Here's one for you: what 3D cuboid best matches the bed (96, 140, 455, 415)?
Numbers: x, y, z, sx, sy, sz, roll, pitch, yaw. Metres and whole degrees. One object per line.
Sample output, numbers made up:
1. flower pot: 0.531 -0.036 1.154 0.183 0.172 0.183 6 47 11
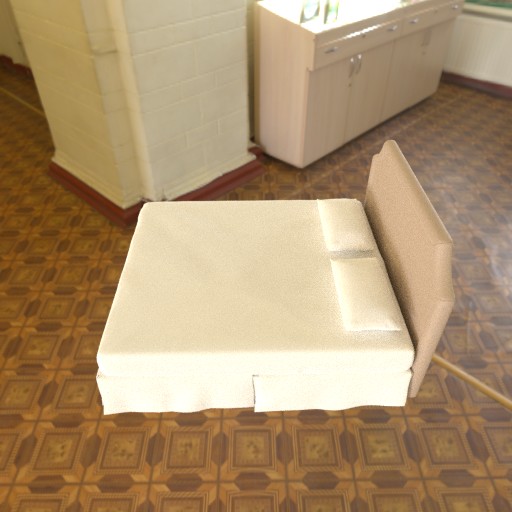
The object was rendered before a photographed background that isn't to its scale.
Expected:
1. bed: 0.000 0.000 4.229 2.773 1.590 2.350 -1 40 -1
